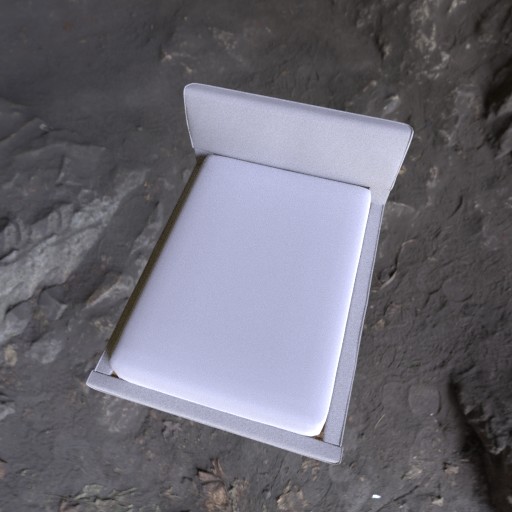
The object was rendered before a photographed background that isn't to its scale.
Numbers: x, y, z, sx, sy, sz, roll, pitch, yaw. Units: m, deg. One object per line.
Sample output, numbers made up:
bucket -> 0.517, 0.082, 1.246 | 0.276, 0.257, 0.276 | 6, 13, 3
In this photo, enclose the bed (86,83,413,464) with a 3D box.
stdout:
bed -> 0.000, 0.000, 3.347 | 1.840, 1.067, 2.368 | 14, 59, 9
